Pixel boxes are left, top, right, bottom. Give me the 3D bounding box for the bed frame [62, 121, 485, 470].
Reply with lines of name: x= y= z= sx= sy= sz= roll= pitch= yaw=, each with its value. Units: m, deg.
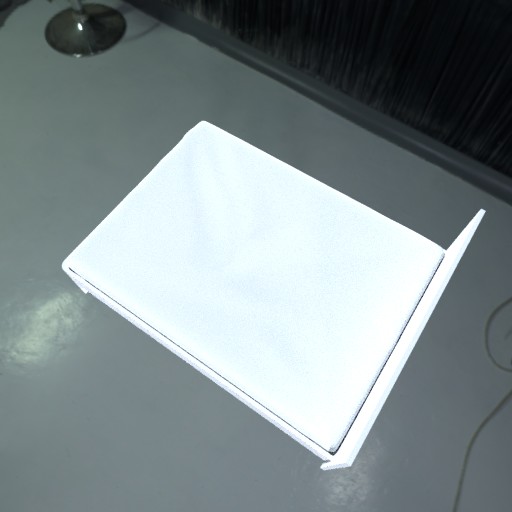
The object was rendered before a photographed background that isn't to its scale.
bed frame: x=0.000 y=0.000 z=2.692 sx=1.950 sy=0.800 sz=1.490 roll=31 pitch=67 yaw=15
